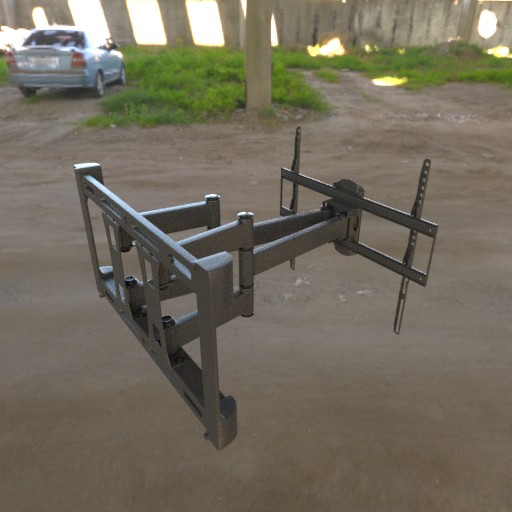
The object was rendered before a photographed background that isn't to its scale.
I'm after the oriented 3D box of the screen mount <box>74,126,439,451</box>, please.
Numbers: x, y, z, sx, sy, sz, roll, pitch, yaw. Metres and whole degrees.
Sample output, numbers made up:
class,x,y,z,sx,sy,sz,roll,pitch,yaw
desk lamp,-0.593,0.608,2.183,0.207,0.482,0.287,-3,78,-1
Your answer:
class,x,y,z,sx,sy,sz,roll,pitch,yaw
screen mount,0.000,0.000,0.957,0.556,0.424,0.571,-18,33,-31
